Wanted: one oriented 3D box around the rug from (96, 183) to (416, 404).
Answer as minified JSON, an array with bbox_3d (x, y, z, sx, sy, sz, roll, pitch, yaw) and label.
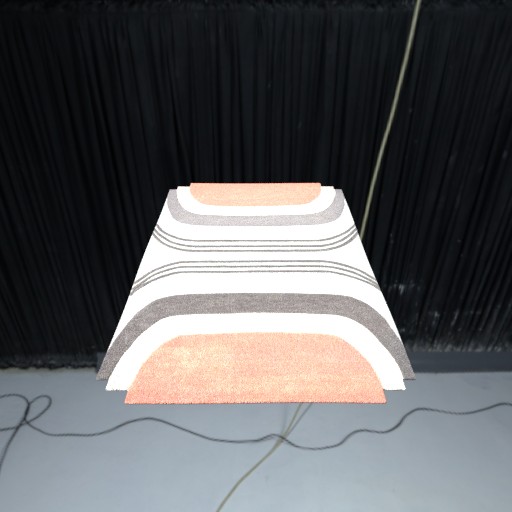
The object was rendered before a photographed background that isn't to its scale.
[{"bbox_3d":[0.000,0.000,3.022,1.530,0.017,2.446,0,33,0],"label":"rug"}]
